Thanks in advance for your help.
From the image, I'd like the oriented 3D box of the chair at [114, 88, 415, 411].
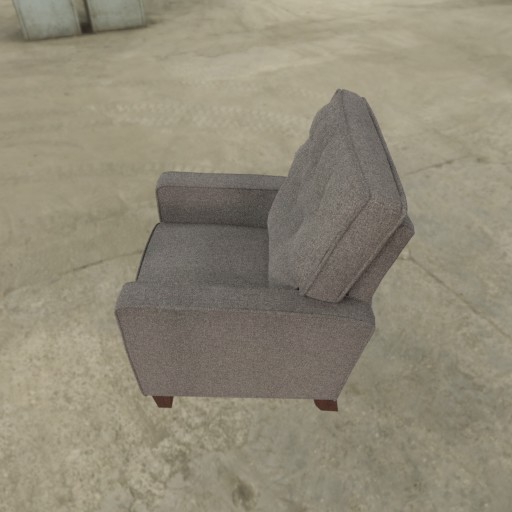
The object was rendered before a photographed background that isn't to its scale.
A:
[{"bbox_3d":[0.000,0.000,1.429,0.775,0.889,0.650,1,43,1],"label":"chair"}]
